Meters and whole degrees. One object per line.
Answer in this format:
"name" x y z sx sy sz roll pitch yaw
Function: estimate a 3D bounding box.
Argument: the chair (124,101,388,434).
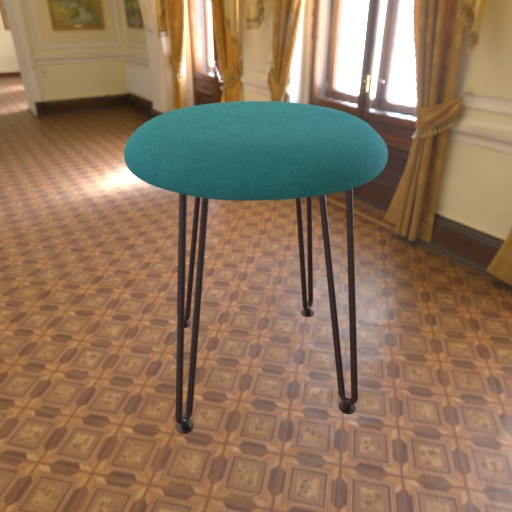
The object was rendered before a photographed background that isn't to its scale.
"chair" 0.000 0.000 0.690 0.350 0.430 0.350 -10 30 -18
